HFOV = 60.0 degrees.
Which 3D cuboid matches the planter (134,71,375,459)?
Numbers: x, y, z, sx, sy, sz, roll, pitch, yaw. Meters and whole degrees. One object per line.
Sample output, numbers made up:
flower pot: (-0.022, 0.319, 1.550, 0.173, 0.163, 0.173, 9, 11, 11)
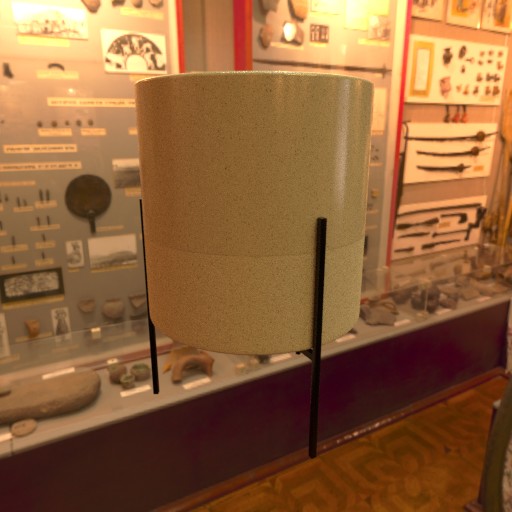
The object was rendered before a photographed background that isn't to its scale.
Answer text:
planter: (0.000, 0.000, 0.656, 0.314, 0.475, 0.323, -8, 18, -27)
